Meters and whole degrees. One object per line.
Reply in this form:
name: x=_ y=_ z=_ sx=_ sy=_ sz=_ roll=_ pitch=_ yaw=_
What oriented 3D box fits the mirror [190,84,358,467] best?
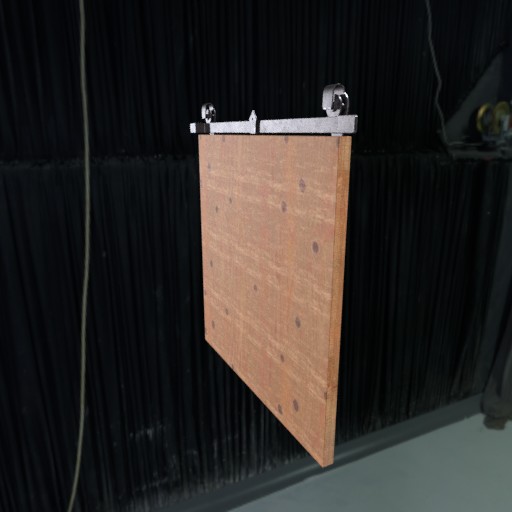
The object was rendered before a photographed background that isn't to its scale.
mirror: x=0.000 y=0.000 z=1.174 sx=0.054 sy=0.800 sz=0.805 roll=-8 pitch=17 yaw=-26
